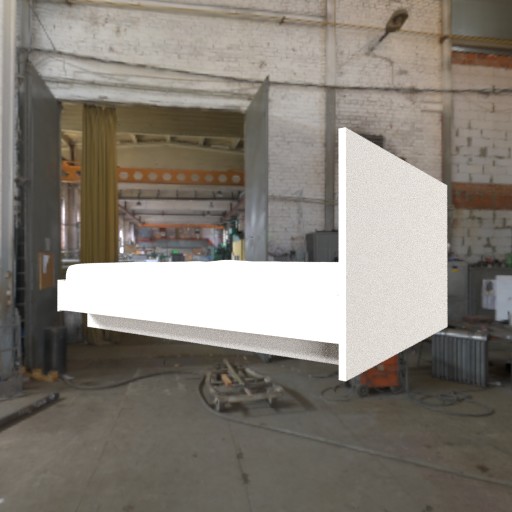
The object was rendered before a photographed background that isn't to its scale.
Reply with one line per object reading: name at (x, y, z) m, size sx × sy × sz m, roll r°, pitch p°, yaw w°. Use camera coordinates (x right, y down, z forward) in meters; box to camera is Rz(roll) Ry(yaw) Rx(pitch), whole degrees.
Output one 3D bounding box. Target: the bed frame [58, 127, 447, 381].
bed frame at (0.000, 0.000, 3.052) m, size 2.100 × 1.001 × 1.711 m, roll 0°, pitch 0°, yaw 36°
